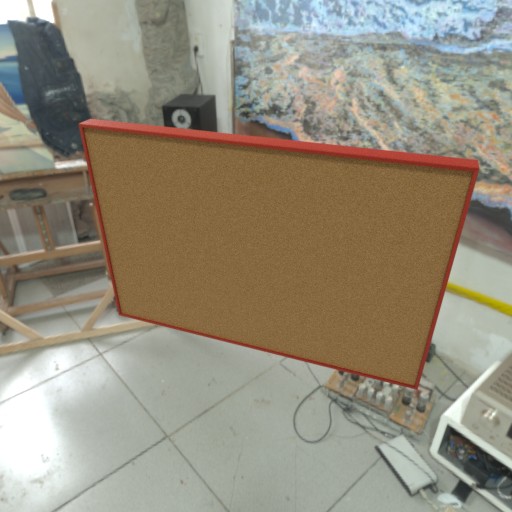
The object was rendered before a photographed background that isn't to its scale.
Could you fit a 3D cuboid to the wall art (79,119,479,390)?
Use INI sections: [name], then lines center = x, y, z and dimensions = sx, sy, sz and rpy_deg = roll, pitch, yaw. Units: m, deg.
[wall art]
center = 0.000, 0.000, 0.762
dimensions = 0.607, 0.405, 0.033
rpy_deg = 11, 34, 16
